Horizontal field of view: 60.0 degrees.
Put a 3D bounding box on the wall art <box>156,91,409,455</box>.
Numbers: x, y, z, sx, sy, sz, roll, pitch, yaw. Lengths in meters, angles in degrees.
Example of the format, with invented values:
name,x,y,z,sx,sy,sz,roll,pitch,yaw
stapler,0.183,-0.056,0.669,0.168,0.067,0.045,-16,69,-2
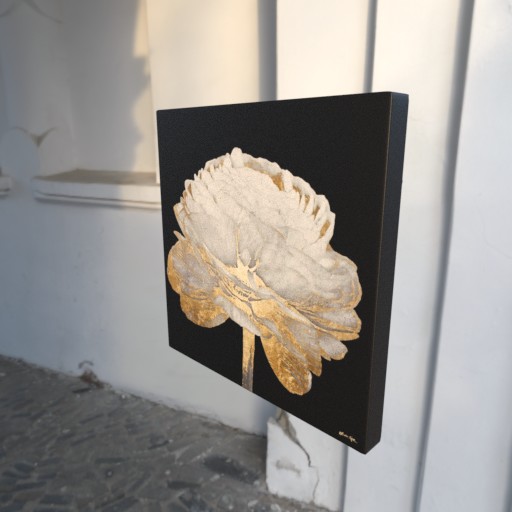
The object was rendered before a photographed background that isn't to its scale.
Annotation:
name,x,y,z,sx,sy,sz,roll,pitch,yaw
wall art,0.000,0.000,0.624,0.406,0.407,0.041,14,20,43
